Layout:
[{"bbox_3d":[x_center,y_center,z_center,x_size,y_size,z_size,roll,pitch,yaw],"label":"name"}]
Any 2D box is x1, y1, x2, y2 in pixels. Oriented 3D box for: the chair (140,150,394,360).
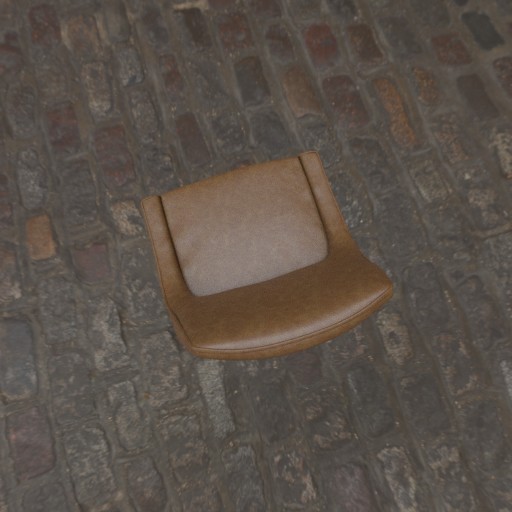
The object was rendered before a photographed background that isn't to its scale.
[{"bbox_3d":[0.000,0.000,1.191,0.529,0.861,0.544,-17,77,-4],"label":"chair"}]
